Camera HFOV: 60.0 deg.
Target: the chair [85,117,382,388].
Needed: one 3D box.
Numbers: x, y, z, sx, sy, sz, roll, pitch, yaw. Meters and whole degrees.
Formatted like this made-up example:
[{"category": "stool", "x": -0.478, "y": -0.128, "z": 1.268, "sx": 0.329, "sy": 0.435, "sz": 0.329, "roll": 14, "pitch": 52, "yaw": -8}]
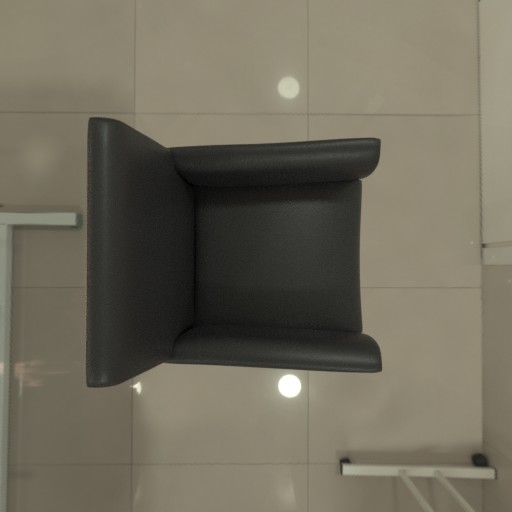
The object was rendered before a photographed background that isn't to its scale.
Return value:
[{"category": "chair", "x": 0.000, "y": 0.000, "z": 1.465, "sx": 0.772, "sy": 0.951, "sz": 0.683, "roll": 0, "pitch": 89, "yaw": -1}]
